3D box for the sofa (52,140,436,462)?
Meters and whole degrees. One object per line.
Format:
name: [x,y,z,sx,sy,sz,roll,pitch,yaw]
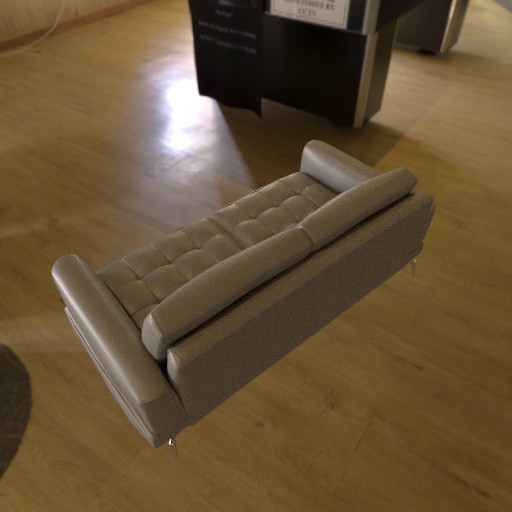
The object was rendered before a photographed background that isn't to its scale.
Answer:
sofa: [0.000,0.000,2.724,2.177,0.930,1.121,-30,52,-27]
